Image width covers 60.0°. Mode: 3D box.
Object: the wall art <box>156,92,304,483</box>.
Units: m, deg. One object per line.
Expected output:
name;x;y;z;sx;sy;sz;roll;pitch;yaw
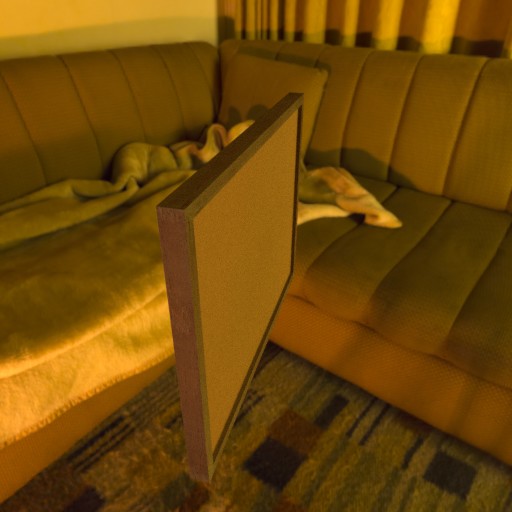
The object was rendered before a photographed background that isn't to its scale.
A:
wall art;0.000;0.000;1.779;0.070;1.009;1.320;9;32;14
